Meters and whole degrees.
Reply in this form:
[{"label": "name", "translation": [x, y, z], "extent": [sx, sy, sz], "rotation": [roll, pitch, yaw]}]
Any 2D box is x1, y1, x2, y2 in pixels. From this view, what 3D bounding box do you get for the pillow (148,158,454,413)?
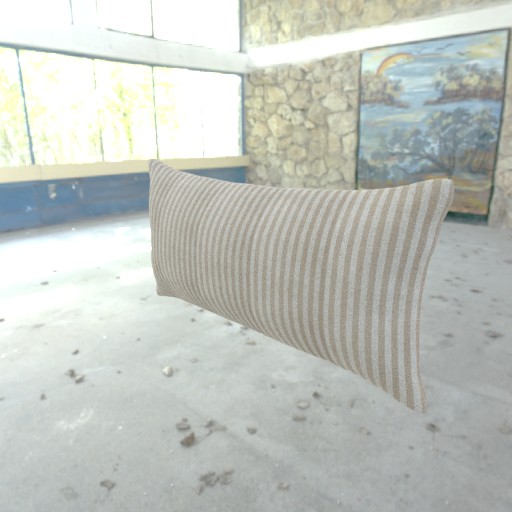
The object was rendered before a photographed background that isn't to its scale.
[{"label": "pillow", "translation": [0.000, 0.000, 0.732], "extent": [0.151, 0.295, 0.617], "rotation": [-15, 21, -43]}]
